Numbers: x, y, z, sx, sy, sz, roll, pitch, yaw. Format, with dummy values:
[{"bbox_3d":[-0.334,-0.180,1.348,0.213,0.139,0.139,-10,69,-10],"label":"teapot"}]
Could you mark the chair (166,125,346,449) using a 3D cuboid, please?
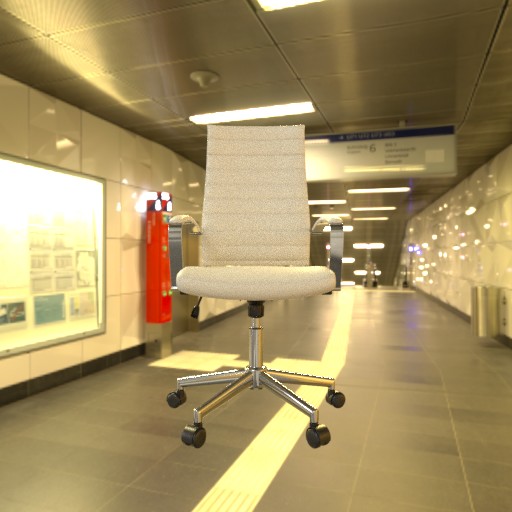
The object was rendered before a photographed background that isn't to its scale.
[{"bbox_3d":[0.000,0.000,1.640,0.679,1.149,0.679,0,0,0],"label":"chair"}]
